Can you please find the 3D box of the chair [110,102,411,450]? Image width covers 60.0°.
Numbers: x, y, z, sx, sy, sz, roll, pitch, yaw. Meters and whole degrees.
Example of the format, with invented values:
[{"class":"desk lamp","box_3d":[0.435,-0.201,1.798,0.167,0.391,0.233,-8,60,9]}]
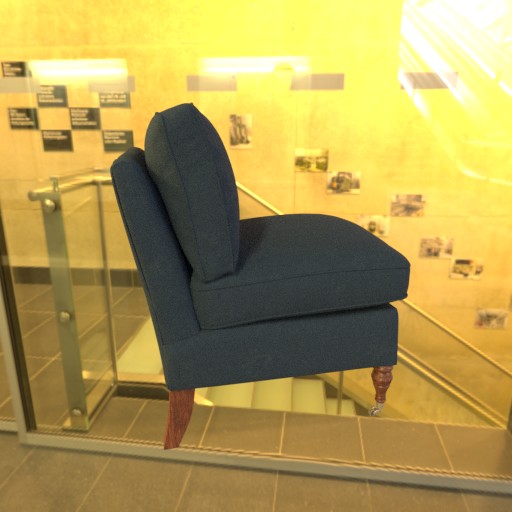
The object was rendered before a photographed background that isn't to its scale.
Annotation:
[{"class":"chair","box_3d":[0.000,0.000,1.645,0.912,1.052,0.724,-3,17,-11]}]
